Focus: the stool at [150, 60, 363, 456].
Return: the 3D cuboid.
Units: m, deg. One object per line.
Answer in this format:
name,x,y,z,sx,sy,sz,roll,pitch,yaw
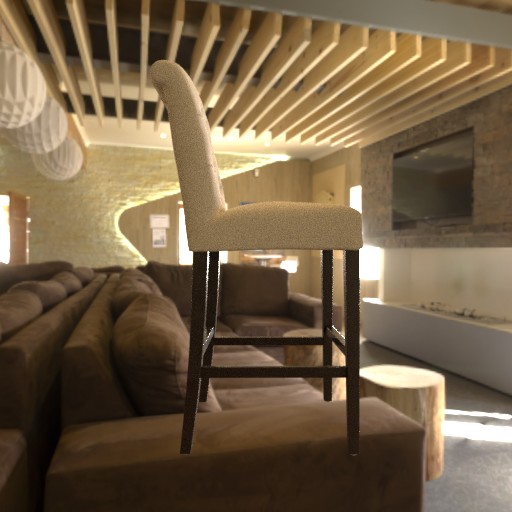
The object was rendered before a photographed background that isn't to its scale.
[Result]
stool,0.000,0.000,1.467,0.610,1.118,0.482,0,1,0
